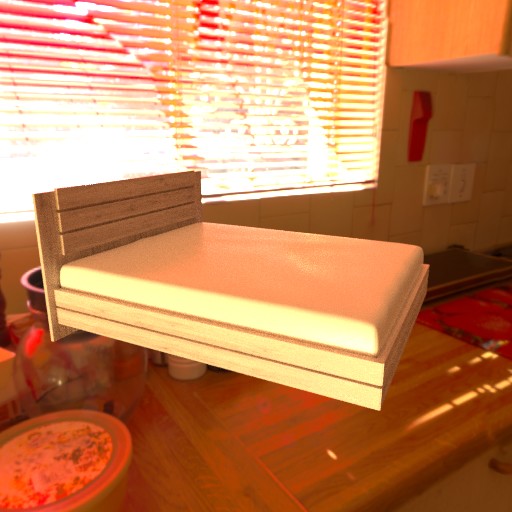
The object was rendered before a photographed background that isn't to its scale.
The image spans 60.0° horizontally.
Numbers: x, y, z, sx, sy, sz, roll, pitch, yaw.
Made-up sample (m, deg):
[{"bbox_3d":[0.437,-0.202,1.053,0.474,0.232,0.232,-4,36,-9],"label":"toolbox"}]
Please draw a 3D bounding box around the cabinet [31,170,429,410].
[{"bbox_3d":[0.000,0.000,3.033,2.080,0.970,1.750,8,18,26],"label":"cabinet"}]
